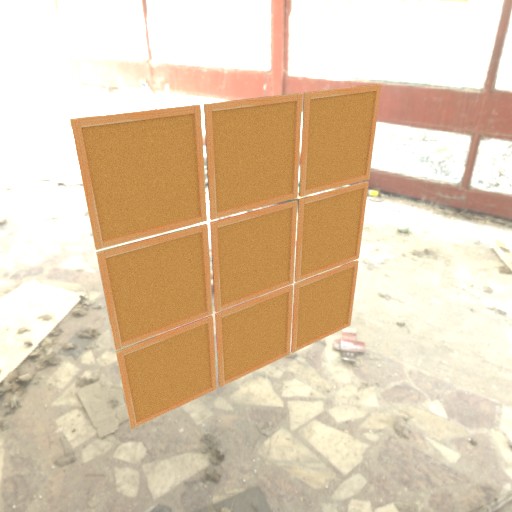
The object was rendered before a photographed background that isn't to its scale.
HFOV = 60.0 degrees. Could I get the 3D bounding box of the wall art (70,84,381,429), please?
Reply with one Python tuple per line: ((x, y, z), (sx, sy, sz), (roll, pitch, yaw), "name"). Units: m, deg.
((0.000, 0.000, 1.796), (1.216, 1.220, 0.013), (-18, 33, -29), "wall art")
